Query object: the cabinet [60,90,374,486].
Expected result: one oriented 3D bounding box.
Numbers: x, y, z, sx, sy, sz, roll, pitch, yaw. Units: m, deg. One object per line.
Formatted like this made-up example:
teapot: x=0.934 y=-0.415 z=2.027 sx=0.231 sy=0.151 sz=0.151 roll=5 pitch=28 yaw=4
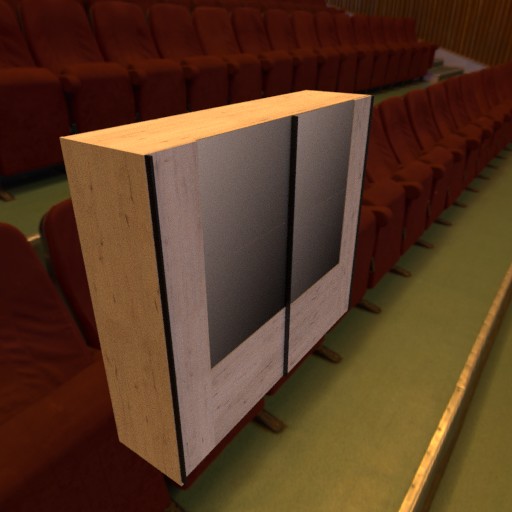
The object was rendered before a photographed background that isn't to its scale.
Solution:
cabinet: x=0.000 y=0.000 z=3.471 sx=0.660 sy=2.180 sz=2.500 roll=18 pitch=32 yaw=31
